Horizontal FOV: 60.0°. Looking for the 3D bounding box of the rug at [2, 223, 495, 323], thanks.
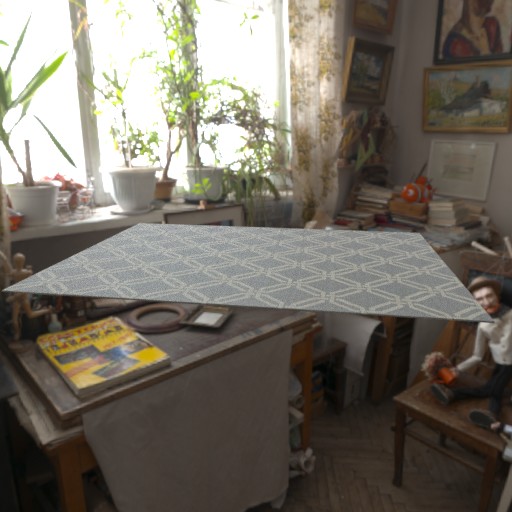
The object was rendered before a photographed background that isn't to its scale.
[{"bbox_3d":[0.000,0.000,4.122,3.353,0.013,2.438,3,16,9],"label":"rug"}]
